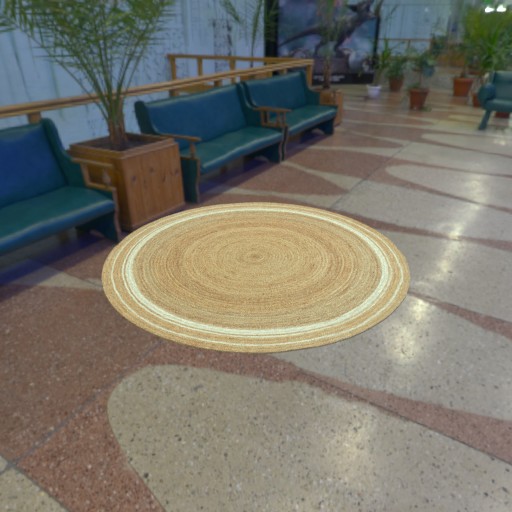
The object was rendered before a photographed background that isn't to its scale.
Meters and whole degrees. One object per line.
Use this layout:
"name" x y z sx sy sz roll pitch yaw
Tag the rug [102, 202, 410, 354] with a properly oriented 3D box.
"rug" 0.000 0.000 3.676 2.444 0.015 2.444 0 28 0
